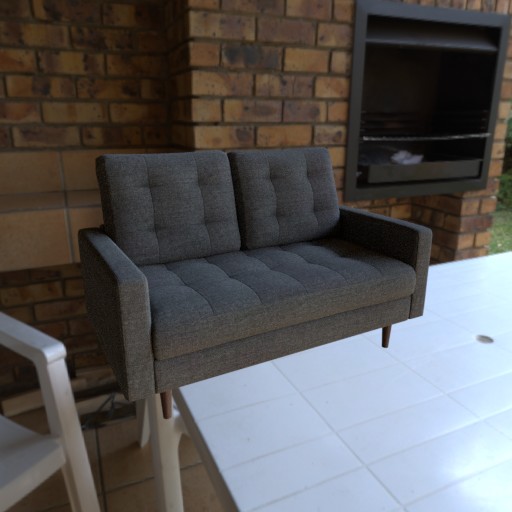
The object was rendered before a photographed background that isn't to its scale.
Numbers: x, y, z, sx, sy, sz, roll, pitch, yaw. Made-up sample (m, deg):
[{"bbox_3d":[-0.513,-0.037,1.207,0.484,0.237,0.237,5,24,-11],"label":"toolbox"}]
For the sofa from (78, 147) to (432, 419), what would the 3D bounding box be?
[{"bbox_3d":[0.000,0.000,2.014,1.407,0.907,0.842,-9,19,-28],"label":"sofa"}]
